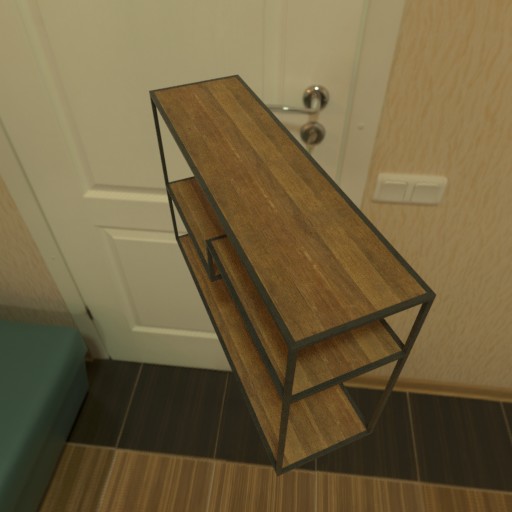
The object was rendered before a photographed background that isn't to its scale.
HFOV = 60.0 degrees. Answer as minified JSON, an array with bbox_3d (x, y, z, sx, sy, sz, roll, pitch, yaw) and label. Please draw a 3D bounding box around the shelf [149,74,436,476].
[{"bbox_3d":[0.000,0.000,1.587,0.361,0.765,1.201,-17,49,-16],"label":"shelf"}]
